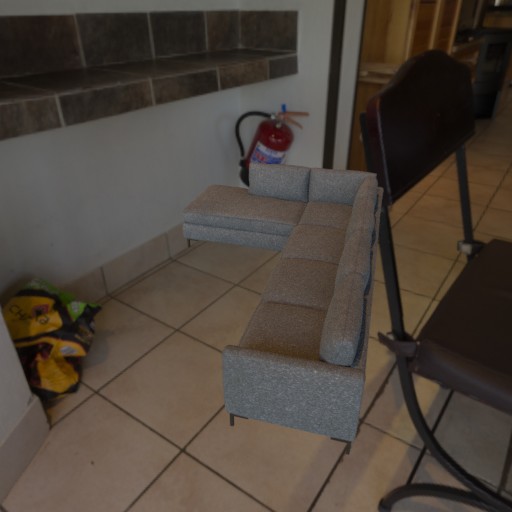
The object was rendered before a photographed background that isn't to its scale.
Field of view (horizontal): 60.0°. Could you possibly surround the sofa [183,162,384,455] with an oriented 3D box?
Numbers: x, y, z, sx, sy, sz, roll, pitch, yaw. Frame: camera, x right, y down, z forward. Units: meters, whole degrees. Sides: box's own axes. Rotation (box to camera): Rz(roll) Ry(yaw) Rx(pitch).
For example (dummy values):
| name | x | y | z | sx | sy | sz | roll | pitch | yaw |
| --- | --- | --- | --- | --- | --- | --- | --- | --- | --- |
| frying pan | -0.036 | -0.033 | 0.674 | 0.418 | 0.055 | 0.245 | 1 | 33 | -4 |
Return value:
| name | x | y | z | sx | sy | sz | roll | pitch | yaw |
| --- | --- | --- | --- | --- | --- | --- | --- | --- | --- |
| sofa | 0.000 | 0.000 | 3.841 | 2.007 | 0.815 | 2.949 | 8 | 31 | 14 |
